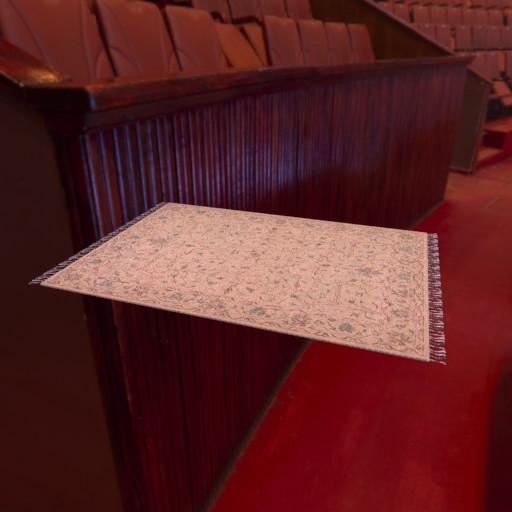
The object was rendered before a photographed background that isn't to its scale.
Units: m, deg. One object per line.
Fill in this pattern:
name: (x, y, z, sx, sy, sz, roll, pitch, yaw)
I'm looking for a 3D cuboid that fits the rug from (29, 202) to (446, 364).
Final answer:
rug: (0.000, 0.000, 2.308, 1.802, 0.008, 1.247, 8, 27, 17)
